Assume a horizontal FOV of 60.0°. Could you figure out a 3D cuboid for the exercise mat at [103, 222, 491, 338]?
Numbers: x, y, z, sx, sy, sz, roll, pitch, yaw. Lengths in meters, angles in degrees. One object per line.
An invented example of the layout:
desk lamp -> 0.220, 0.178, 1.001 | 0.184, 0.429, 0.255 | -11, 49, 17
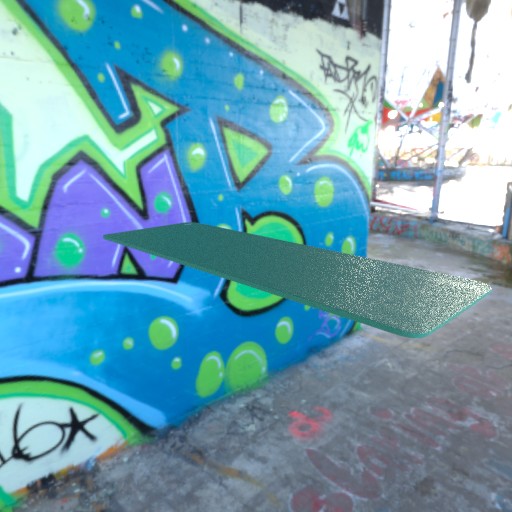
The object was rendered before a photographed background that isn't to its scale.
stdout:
exercise mat -> 0.000, 0.000, 2.038 | 0.616, 0.021, 1.869 | -14, 20, -43
